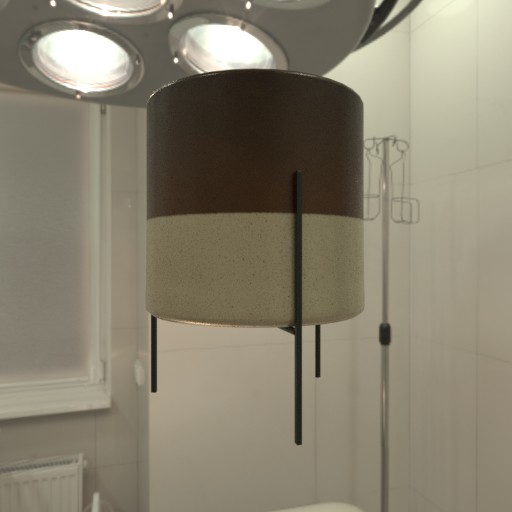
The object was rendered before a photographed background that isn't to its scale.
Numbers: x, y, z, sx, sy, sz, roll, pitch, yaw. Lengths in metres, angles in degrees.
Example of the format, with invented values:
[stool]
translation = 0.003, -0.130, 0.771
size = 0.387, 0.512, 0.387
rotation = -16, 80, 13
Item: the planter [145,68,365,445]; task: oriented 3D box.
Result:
[planter]
translation = 0.000, 0.000, 0.713
size = 0.345, 0.465, 0.354
rotation = 0, 0, -18
